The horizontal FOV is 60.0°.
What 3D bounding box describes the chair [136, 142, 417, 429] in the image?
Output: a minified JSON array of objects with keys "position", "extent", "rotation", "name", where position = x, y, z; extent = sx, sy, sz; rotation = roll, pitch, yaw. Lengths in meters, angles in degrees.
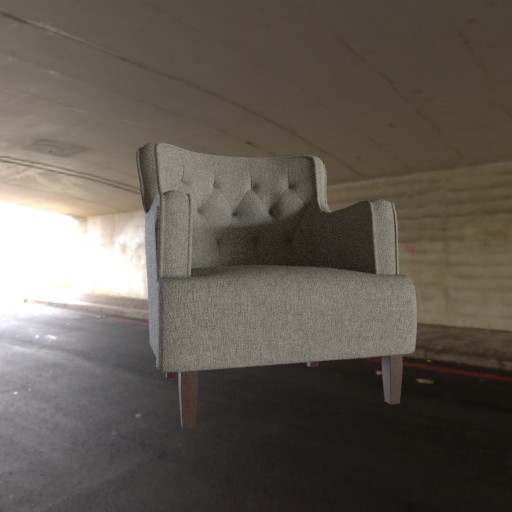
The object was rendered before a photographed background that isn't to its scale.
[{"position":[0.000,0.000,1.622],"extent":[0.820,0.920,0.910],"rotation":[0,-1,-18],"name":"chair"}]
